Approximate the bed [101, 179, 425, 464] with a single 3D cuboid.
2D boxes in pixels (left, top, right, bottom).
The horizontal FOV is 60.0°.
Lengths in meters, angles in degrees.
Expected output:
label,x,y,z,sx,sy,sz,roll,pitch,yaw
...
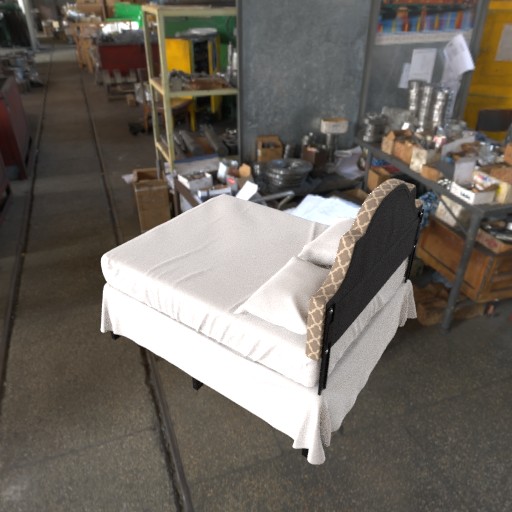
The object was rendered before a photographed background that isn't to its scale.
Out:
label,x,y,z,sx,sy,sz,roll,pitch,yaw
bed,0.000,0.000,3.492,2.222,1.633,1.780,21,37,30
